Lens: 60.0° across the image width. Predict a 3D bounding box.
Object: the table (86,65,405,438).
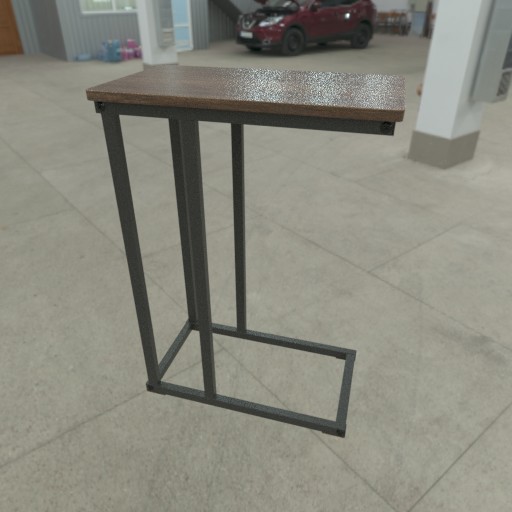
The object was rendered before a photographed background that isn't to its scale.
[{"bbox_3d":[0.000,0.000,0.860,0.450,0.637,0.254,9,32,14],"label":"table"}]
